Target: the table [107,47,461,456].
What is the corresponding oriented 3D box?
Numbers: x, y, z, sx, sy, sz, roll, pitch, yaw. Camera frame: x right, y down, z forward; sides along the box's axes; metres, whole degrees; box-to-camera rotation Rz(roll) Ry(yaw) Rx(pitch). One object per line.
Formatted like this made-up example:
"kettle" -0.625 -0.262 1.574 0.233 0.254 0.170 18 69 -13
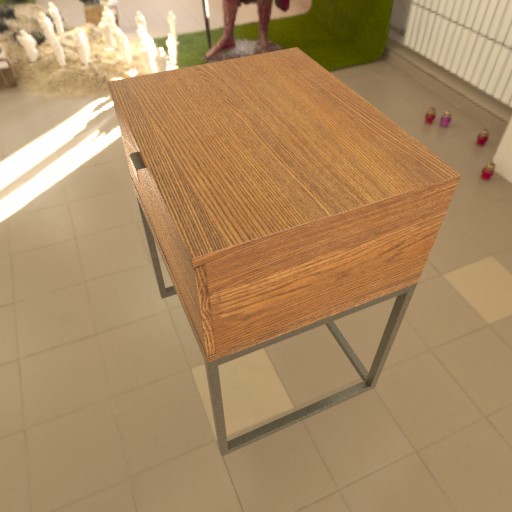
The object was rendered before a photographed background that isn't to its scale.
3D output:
"table" 0.000 0.000 0.920 0.400 0.610 0.482 -18 49 -16
